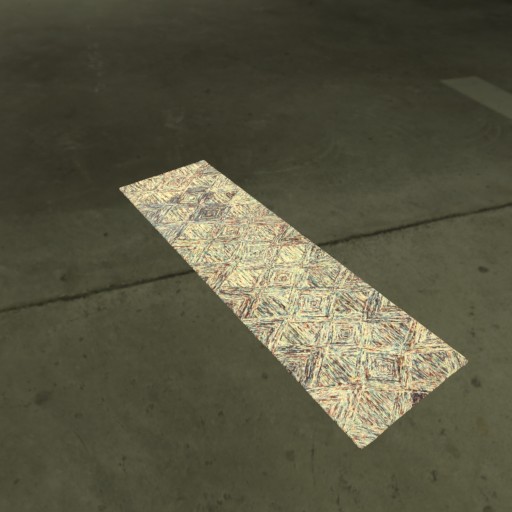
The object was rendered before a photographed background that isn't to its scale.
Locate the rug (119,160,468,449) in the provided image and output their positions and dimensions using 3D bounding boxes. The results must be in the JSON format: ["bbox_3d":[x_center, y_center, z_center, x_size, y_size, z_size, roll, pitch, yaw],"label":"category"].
[{"bbox_3d":[0.000,0.000,2.531,0.688,0.015,2.292,-25,47,-27],"label":"rug"}]
